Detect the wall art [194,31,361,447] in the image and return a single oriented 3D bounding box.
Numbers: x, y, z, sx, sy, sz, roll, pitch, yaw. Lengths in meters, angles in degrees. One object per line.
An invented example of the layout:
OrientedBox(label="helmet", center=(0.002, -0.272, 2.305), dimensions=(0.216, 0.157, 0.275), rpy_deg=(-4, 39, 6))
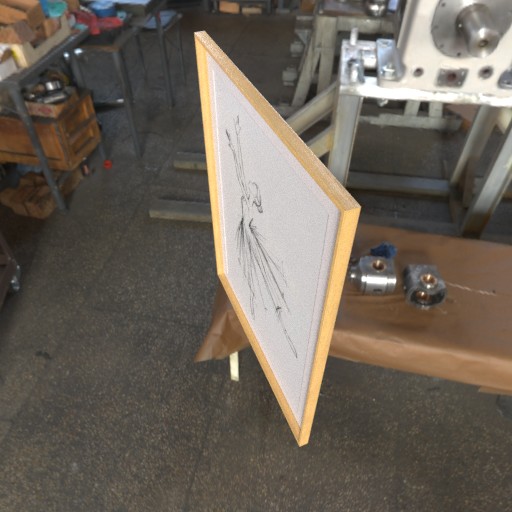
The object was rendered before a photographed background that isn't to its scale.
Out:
OrientedBox(label="wall art", center=(0.000, 0.000, 1.321), dimensions=(0.030, 1.002, 0.798), rpy_deg=(-17, 49, -15))
